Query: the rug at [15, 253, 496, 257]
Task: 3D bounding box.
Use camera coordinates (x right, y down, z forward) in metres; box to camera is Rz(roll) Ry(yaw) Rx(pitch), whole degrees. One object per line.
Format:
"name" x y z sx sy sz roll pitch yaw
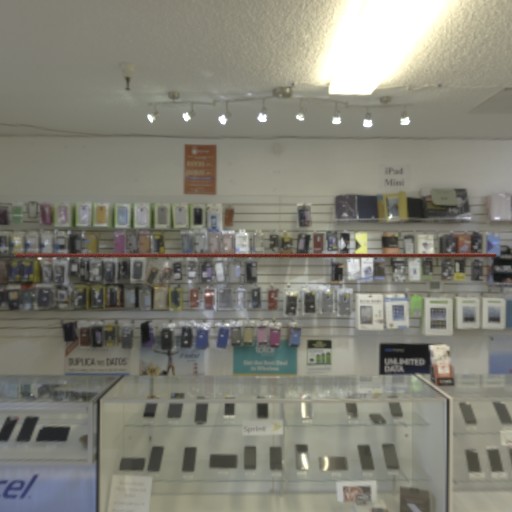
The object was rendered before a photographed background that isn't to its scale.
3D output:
"rug" 0.000 0.000 2.250 1.802 0.013 1.194 0 0 1
